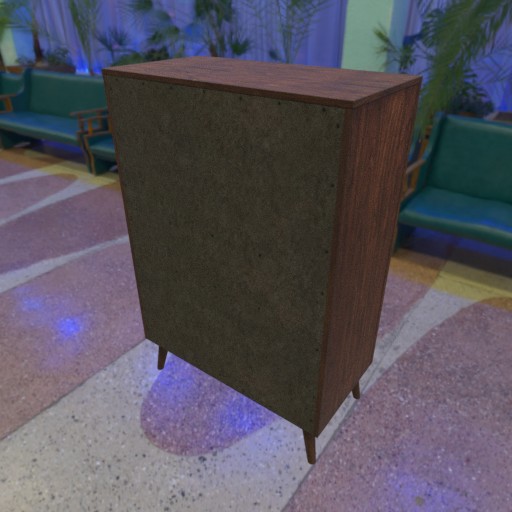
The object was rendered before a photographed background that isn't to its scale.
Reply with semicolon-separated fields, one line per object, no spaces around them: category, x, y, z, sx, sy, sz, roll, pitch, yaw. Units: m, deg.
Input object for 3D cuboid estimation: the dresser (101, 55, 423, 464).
dresser;0.000;0.000;1.760;0.919;1.365;0.498;20;36;31
